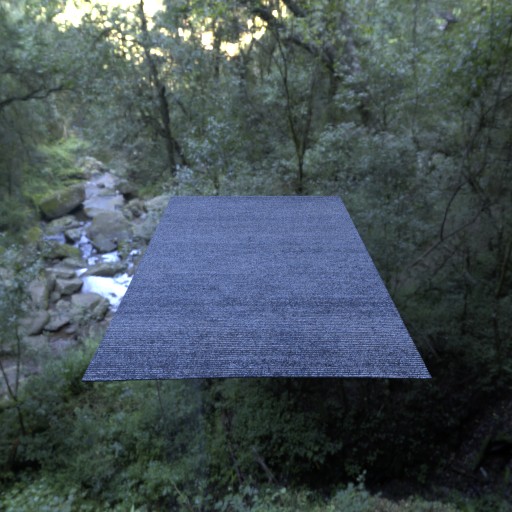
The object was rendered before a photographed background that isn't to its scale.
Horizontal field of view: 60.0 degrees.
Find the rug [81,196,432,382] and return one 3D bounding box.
[{"bbox_3d":[0.000,0.000,2.195,1.135,0.010,1.740,0,28,0],"label":"rug"}]
